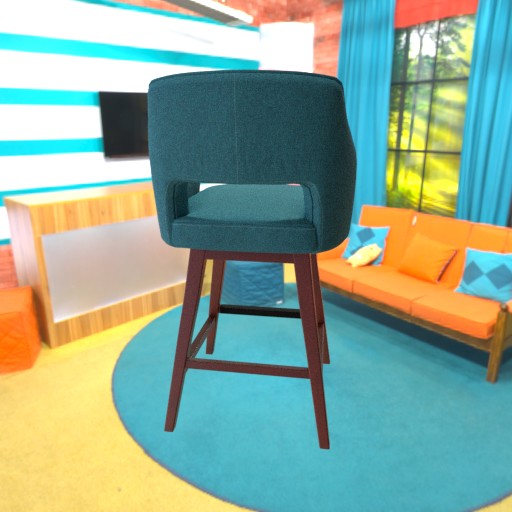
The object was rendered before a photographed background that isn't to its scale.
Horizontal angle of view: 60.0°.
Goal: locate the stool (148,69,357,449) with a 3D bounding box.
[{"bbox_3d":[0.000,0.000,1.301,0.548,0.961,0.556,3,17,9],"label":"stool"}]
